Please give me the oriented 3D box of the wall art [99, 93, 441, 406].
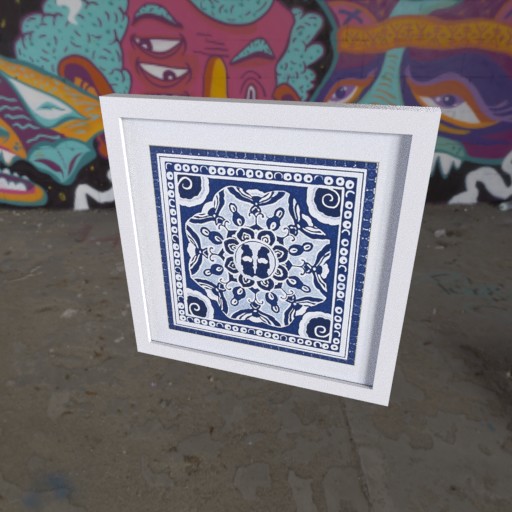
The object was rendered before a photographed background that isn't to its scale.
[{"bbox_3d":[0.000,0.000,0.534,0.355,0.355,0.027,8,28,16],"label":"wall art"}]
